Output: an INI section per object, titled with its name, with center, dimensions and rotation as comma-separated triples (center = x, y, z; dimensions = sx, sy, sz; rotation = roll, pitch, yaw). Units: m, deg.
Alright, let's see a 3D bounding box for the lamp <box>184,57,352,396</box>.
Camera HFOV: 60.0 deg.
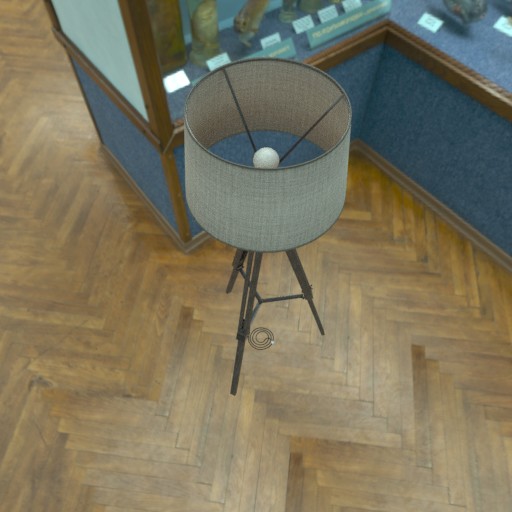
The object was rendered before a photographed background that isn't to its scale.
[lamp]
center = 0.000, 0.000, 1.771
dimensions = 0.604, 1.510, 0.587
rotation = -31, 63, -18
